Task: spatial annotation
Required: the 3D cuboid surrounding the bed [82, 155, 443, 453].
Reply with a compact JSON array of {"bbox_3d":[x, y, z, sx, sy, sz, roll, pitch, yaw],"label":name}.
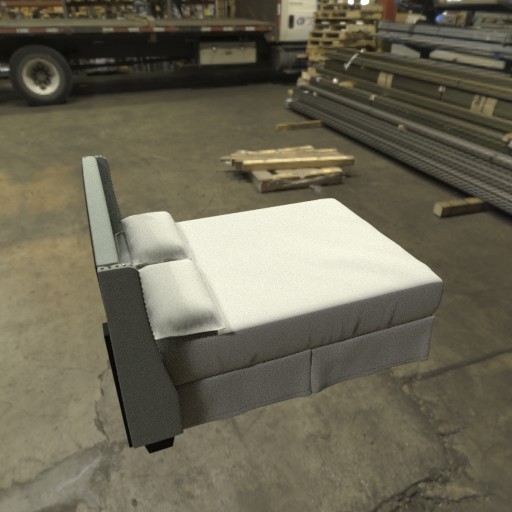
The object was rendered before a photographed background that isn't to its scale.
[{"bbox_3d":[0.000,0.000,3.304,2.237,1.407,1.710,-11,33,-18],"label":"bed"}]
